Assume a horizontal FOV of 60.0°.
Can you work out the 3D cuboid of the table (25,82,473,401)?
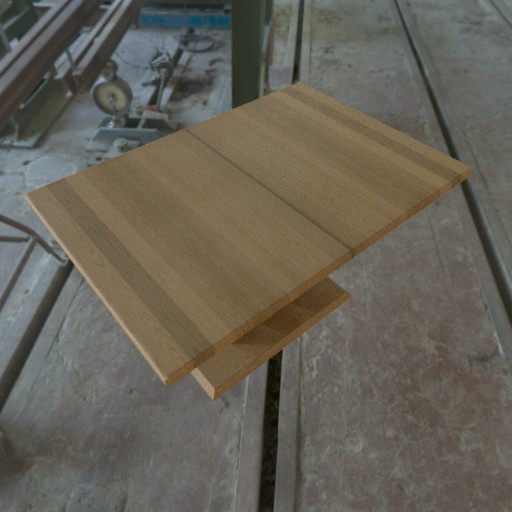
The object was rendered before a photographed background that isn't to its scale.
[{"bbox_3d":[0.000,0.000,1.824,1.300,0.770,0.900,-31,54,-26],"label":"table"}]
